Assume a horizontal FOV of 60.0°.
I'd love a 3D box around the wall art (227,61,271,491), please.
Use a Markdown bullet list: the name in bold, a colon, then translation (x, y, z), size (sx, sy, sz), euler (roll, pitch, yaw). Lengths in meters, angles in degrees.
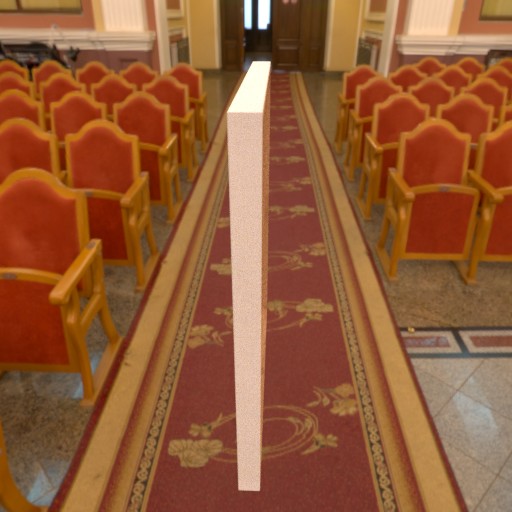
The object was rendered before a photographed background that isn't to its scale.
- **wall art**: translation (0.000, 0.000, 0.808), size (0.037, 0.606, 0.508), euler (1, 29, 2)
